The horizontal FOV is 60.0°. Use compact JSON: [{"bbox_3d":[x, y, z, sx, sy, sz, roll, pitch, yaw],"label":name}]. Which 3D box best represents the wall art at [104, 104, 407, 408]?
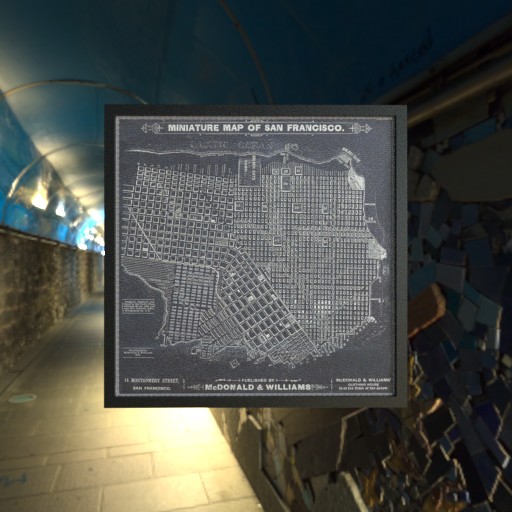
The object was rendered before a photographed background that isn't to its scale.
[{"bbox_3d":[0.000,0.000,1.191,0.807,0.807,0.022,0,0,0],"label":"wall art"}]
